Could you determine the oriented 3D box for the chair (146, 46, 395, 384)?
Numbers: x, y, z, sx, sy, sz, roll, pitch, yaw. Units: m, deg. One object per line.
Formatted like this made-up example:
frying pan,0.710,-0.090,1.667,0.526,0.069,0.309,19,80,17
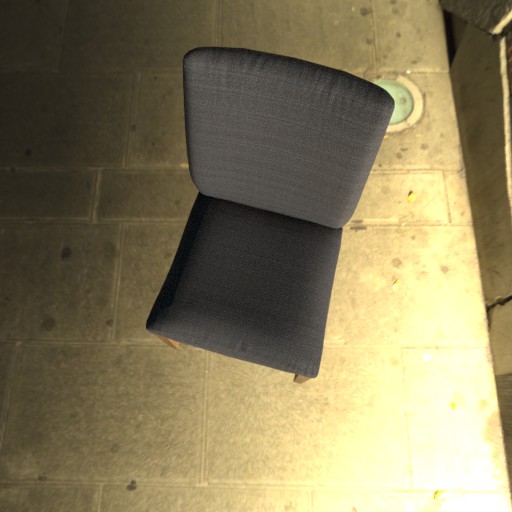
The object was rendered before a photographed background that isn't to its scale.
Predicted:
chair,0.000,0.000,1.248,0.496,0.940,0.585,15,75,4
